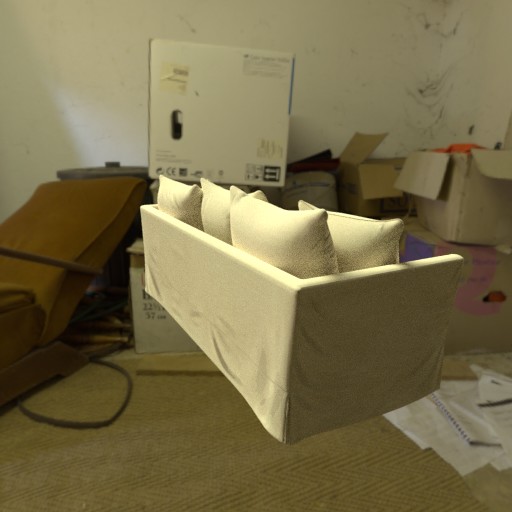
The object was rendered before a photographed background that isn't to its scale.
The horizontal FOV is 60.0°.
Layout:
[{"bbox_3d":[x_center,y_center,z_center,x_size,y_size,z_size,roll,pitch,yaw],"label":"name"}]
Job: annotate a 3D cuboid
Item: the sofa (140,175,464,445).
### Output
[{"bbox_3d":[0.000,0.000,3.045,1.030,1.042,2.484,-8,17,-27],"label":"sofa"}]
